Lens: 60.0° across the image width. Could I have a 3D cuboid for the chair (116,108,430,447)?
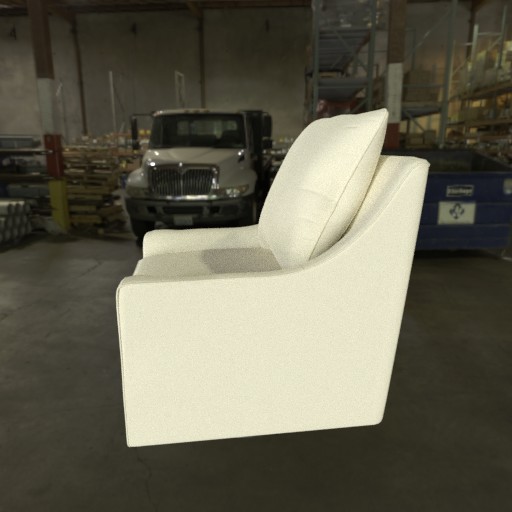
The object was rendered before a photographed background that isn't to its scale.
[{"bbox_3d":[0.000,0.000,1.567,0.876,0.965,0.756,-2,14,-8],"label":"chair"}]
